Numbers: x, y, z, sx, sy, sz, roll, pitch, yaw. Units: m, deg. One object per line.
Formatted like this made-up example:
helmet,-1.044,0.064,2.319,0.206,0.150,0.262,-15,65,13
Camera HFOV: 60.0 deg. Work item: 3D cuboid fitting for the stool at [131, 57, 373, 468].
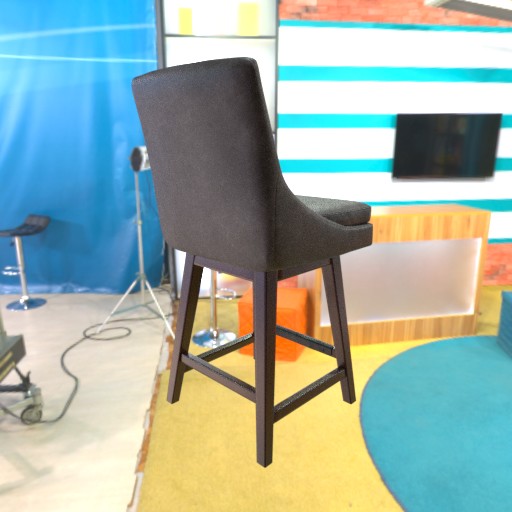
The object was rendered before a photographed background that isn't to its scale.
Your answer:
stool,0.000,0.000,1.383,0.492,1.046,0.587,14,20,43
